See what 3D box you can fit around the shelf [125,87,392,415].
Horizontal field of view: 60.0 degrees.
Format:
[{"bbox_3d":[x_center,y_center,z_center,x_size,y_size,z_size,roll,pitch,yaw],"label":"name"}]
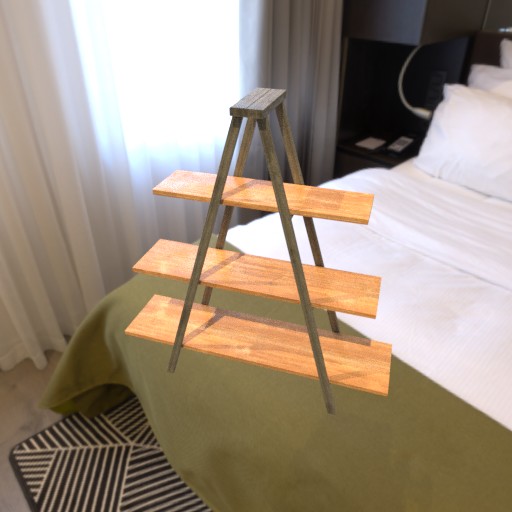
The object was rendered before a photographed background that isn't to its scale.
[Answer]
[{"bbox_3d":[0.000,0.000,2.618,1.746,1.808,0.508,10,34,15],"label":"shelf"}]
